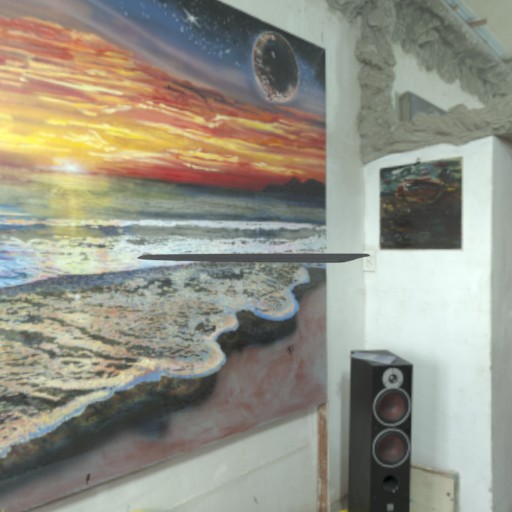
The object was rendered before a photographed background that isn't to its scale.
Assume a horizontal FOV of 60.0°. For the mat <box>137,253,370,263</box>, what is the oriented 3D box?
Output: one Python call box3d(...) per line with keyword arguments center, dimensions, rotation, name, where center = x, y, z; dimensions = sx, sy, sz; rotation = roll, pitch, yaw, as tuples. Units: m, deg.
box3d(center=(0.000, 0.000, 1.952), dimensions=(0.917, 0.016, 1.525), rotation=(0, 1, 17), name="mat")
